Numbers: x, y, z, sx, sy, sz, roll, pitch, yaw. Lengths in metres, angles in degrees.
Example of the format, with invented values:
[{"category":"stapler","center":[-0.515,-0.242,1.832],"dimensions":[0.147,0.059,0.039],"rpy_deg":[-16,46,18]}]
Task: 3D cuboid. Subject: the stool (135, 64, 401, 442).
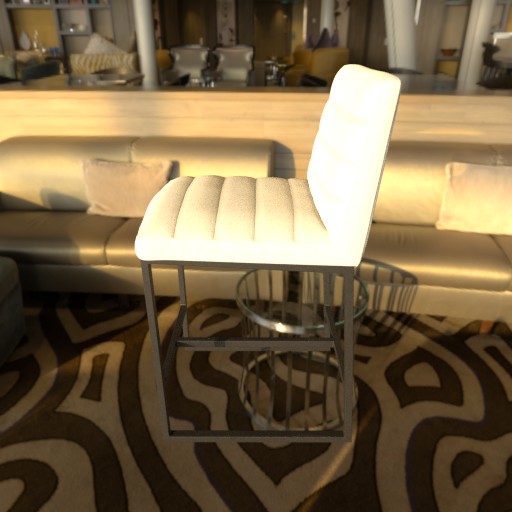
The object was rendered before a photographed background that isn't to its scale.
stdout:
[{"category":"stool","center":[0.000,0.000,1.242],"dimensions":[0.567,0.971,0.459],"rpy_deg":[0,26,0]}]
